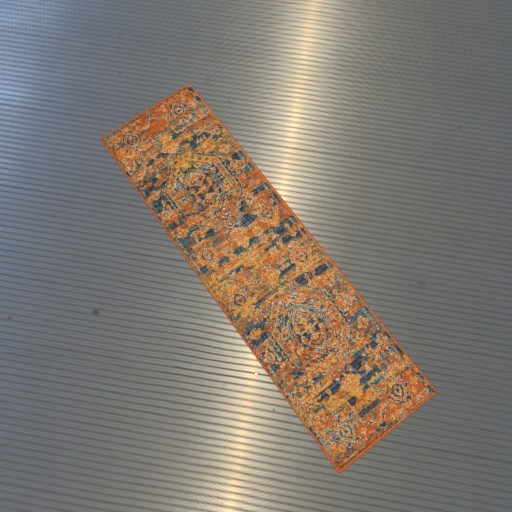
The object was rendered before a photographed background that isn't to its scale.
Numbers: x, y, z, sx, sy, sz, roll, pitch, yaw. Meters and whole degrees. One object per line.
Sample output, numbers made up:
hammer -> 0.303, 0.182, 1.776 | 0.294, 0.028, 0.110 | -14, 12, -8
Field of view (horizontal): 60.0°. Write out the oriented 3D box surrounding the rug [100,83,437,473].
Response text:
rug -> 0.000, 0.000, 2.462 | 0.651, 0.016, 2.274 | -35, 78, -9
